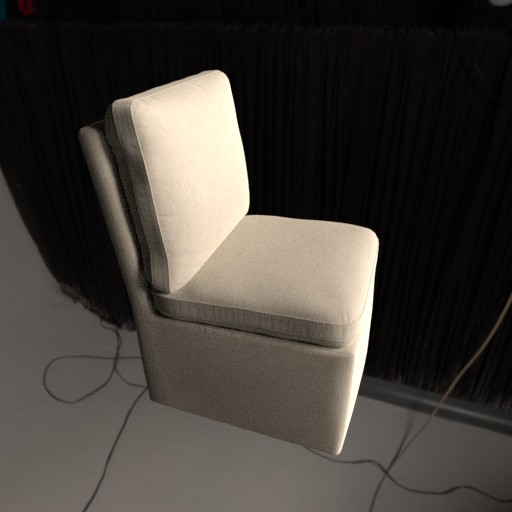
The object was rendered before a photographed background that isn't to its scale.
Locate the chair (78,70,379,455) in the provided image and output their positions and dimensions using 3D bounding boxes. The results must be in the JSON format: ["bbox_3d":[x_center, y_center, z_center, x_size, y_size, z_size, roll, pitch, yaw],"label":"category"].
[{"bbox_3d":[0.000,0.000,1.284,0.698,0.927,0.503,10,32,16],"label":"chair"}]
